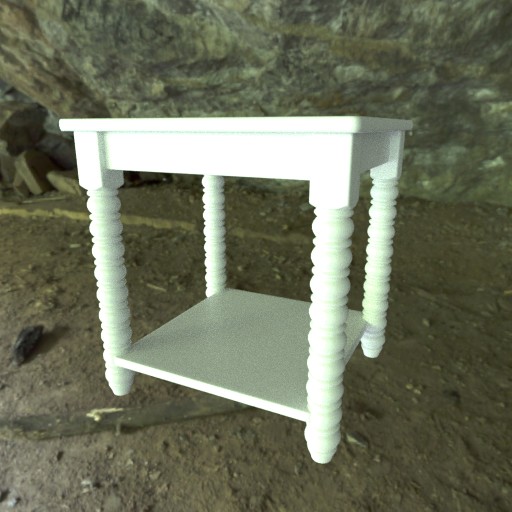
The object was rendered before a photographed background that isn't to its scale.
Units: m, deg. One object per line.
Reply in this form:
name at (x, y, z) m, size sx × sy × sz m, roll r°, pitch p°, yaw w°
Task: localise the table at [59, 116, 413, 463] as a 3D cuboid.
table at (0.000, 0.000, 0.957) m, size 0.533 × 0.563 × 0.500 m, roll 8°, pitch 18°, yaw 25°
